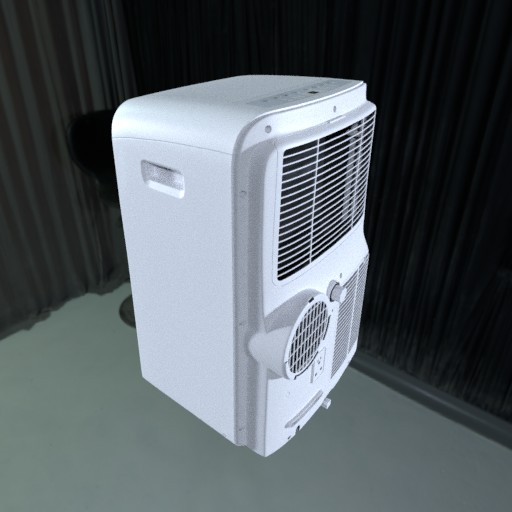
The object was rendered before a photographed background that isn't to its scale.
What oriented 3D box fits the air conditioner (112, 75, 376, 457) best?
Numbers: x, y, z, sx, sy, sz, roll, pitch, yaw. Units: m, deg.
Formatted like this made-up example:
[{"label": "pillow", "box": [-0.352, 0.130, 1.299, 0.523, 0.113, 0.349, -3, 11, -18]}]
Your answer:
[{"label": "air conditioner", "box": [0.000, 0.000, 1.046, 0.467, 0.765, 0.478, 21, 36, 31]}]
